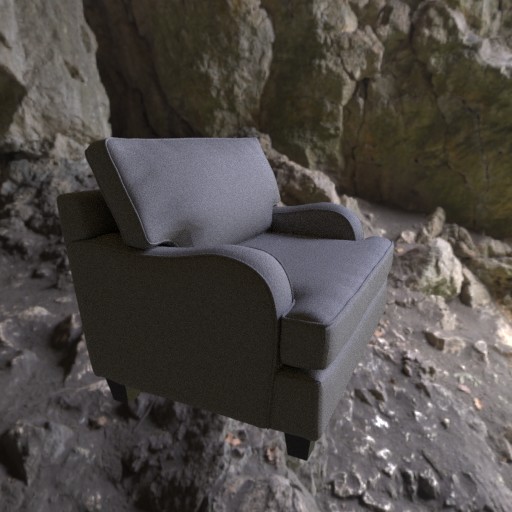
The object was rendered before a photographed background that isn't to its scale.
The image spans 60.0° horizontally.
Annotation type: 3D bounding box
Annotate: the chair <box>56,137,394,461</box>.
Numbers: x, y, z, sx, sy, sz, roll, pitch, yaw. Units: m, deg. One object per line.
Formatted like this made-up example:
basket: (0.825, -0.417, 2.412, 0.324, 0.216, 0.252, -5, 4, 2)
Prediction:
chair: (0.000, 0.000, 1.963, 1.040, 1.016, 1.220, 7, 17, 24)
